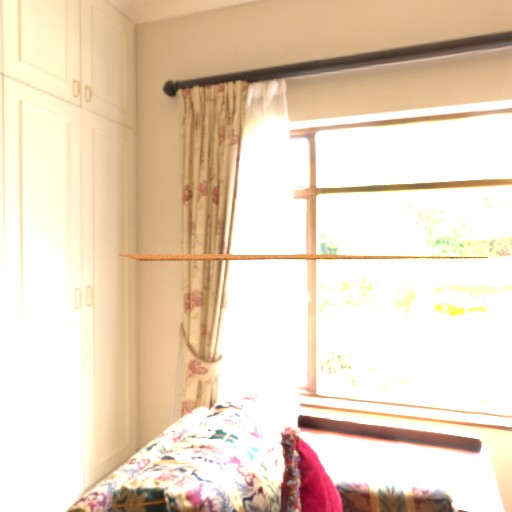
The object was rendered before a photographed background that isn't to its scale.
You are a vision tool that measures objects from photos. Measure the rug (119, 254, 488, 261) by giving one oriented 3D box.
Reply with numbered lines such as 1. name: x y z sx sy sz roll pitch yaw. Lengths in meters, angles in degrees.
1. rug: 0.000 0.000 4.301 2.438 0.012 3.200 0 1 -19
